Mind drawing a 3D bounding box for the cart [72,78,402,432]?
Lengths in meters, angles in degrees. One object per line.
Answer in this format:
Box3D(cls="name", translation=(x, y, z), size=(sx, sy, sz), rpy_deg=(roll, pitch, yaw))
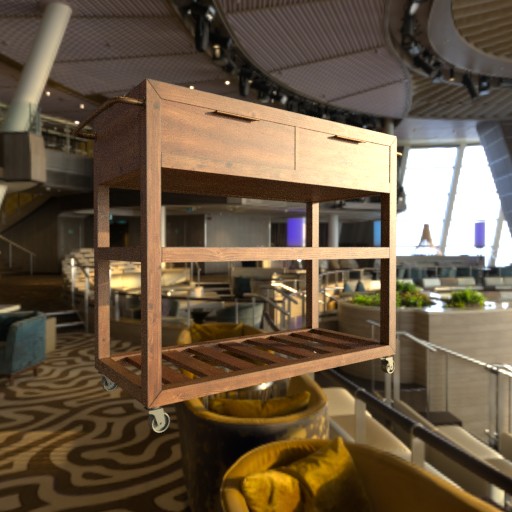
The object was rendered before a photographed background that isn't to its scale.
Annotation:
Box3D(cls="cart", translation=(0.000, 0.000, 1.455), size=(1.065, 0.830, 0.445), rpy_deg=(-1, 1, -36))
